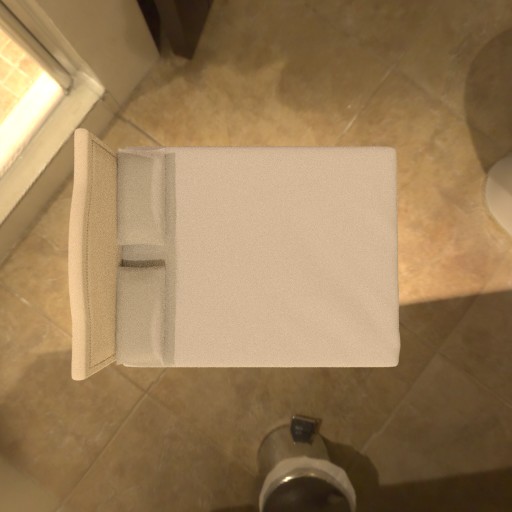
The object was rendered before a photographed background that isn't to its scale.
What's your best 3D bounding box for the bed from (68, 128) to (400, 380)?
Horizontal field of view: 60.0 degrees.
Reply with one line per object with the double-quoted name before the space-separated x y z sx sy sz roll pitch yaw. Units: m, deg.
"bed" 0.000 0.000 3.611 2.477 1.437 1.977 0 88 0
